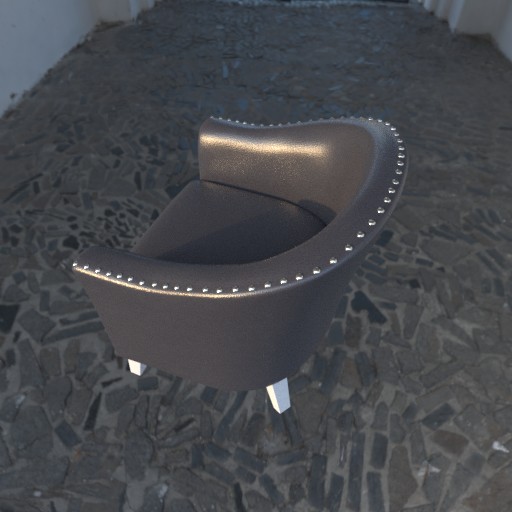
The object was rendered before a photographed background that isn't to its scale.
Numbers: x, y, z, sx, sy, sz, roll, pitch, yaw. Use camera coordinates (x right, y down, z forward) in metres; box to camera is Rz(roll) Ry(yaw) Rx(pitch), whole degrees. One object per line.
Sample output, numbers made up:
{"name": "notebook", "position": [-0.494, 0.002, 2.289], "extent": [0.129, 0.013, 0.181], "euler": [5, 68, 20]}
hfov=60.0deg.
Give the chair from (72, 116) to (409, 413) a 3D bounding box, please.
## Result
{"name": "chair", "position": [0.000, 0.000, 1.414], "extent": [0.748, 0.823, 0.794], "euler": [17, 49, 15]}
